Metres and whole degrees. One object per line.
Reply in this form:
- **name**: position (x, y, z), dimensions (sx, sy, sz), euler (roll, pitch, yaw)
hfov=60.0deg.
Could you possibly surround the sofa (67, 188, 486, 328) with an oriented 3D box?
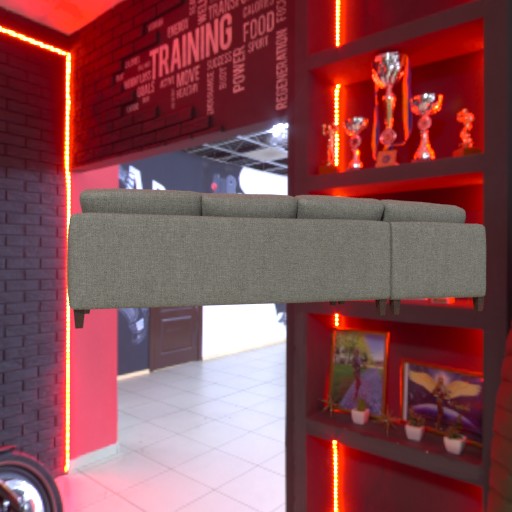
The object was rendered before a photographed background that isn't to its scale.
- **sofa**: position (0.000, 0.000, 4.444), dimensions (3.302, 0.947, 2.593), euler (0, -1, -18)
